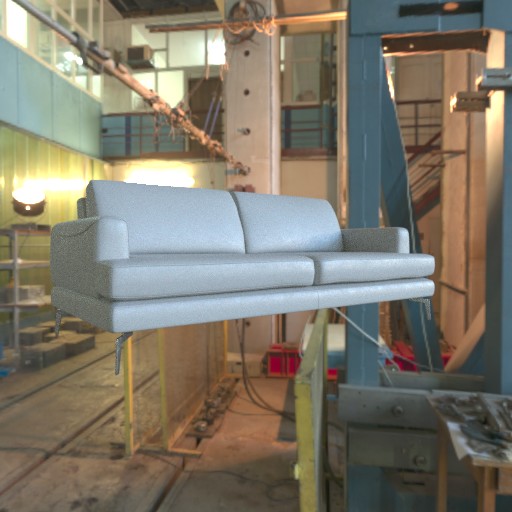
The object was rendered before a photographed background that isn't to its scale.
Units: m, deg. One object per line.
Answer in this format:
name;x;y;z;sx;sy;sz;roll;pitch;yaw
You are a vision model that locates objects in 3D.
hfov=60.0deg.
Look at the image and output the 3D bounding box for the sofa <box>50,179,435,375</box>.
sofa;0.000;0.000;2.425;1.940;0.765;0.974;-1;2;-37
